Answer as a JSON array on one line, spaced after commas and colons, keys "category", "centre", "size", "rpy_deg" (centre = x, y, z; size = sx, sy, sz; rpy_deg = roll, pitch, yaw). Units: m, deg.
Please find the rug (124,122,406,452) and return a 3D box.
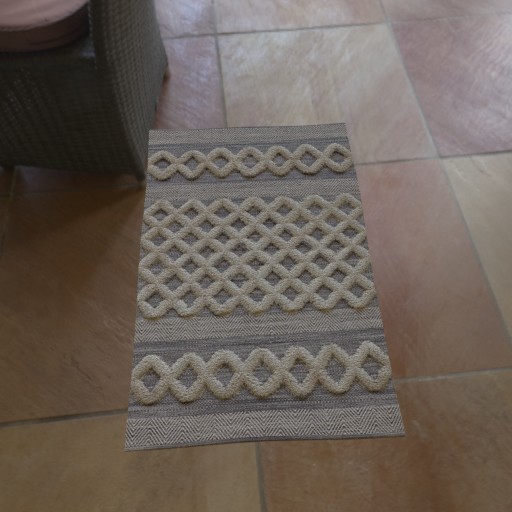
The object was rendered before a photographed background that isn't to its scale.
[{"category": "rug", "centre": [0.000, 0.000, 2.320], "size": [1.222, 0.030, 1.823], "rpy_deg": [-3, 63, -1]}]
